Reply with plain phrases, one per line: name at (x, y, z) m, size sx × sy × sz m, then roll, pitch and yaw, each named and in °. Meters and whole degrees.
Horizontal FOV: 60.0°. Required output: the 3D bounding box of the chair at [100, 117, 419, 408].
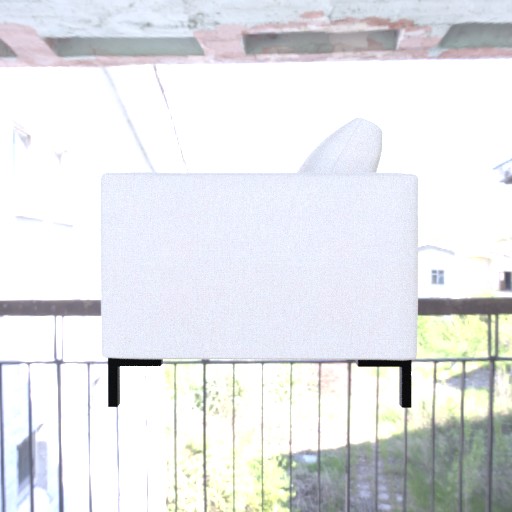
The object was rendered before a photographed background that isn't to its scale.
chair at (0.000, 0.000, 1.631) m, size 0.875 × 0.806 × 0.964 m, roll 0°, pitch 0°, yaw 0°
